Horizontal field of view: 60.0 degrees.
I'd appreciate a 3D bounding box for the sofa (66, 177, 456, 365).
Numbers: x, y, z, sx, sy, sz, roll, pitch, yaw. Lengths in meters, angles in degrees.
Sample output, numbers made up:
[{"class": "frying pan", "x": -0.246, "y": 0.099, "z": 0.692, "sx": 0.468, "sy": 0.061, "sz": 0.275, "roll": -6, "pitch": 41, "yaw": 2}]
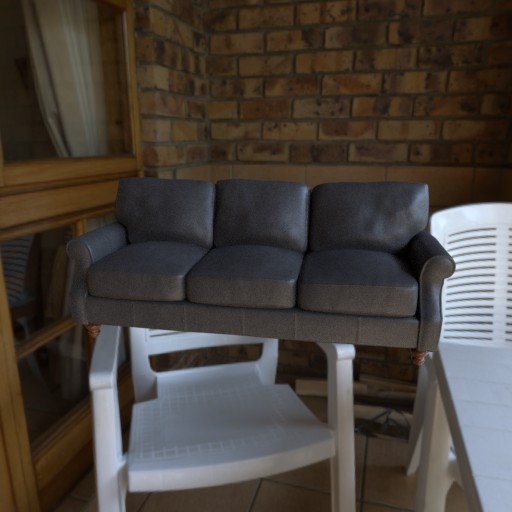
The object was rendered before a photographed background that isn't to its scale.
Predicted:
[{"class": "sofa", "x": 0.000, "y": 0.000, "z": 2.990, "sx": 2.387, "sy": 0.977, "sz": 0.974, "roll": 3, "pitch": 15, "yaw": 10}]
